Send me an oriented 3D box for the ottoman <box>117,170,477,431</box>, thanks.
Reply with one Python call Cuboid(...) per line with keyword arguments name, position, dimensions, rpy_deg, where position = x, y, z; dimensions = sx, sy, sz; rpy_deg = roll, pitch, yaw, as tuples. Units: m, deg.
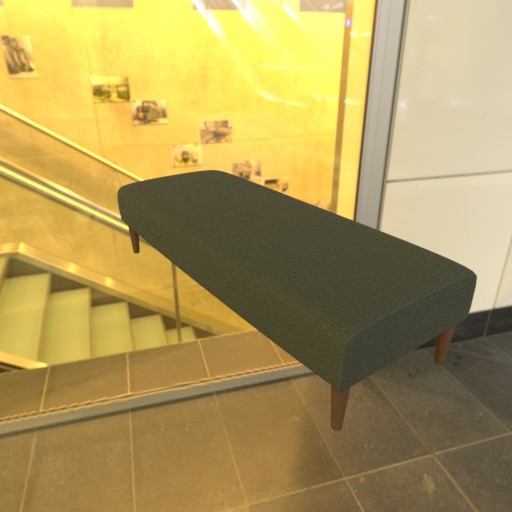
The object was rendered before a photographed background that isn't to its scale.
Cuboid(name="ottoman", position=(0.000, 0.000, 1.908), dimensions=(0.646, 0.393, 1.609), rpy_deg=(-17, 30, -32))
